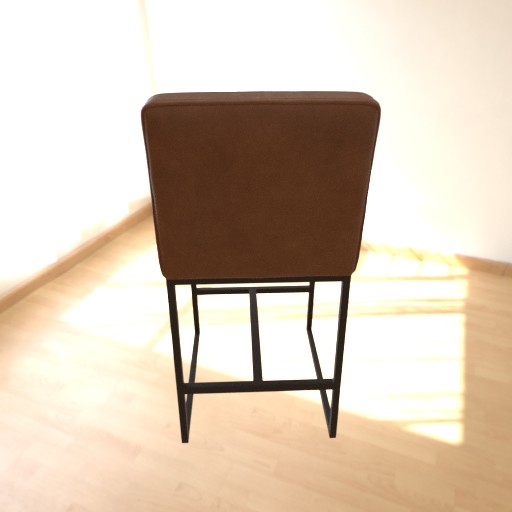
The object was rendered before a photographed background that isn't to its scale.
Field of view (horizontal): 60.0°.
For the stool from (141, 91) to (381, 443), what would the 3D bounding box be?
[{"bbox_3d":[0.000,0.000,1.230,0.458,0.940,0.556,-1,30,-2],"label":"stool"}]
